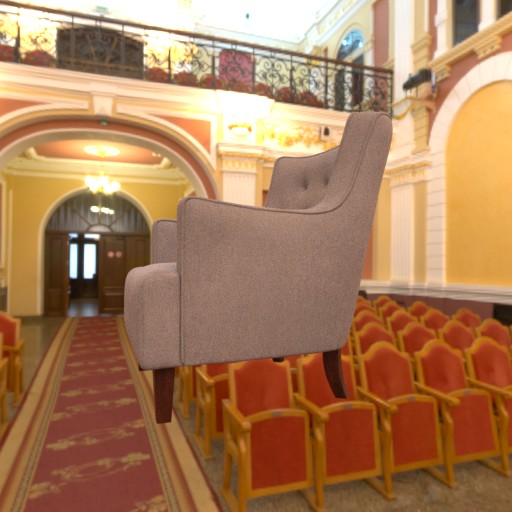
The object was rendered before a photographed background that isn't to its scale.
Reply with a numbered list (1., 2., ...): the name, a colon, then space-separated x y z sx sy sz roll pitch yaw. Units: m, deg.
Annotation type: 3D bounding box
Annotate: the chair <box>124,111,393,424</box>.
1. chair: 0.000 0.000 1.636 0.910 0.919 0.781 0 -1 -19
